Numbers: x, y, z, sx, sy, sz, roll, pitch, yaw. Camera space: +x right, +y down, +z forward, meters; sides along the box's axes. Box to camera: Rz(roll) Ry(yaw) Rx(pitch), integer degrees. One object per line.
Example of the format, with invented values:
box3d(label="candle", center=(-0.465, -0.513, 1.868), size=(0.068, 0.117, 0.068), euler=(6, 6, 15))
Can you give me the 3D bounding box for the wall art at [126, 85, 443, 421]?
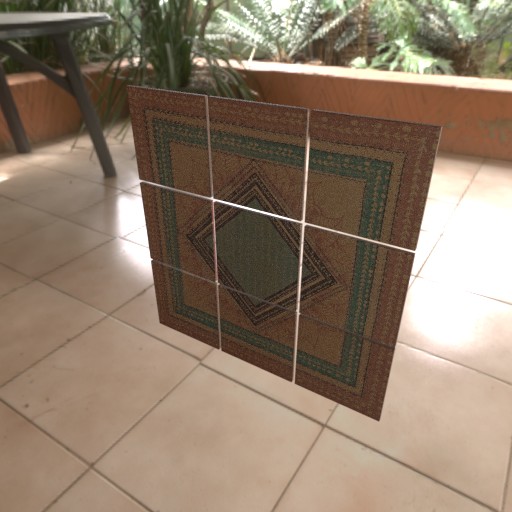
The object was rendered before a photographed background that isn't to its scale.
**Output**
box3d(label="wall art", center=(0.000, 0.000, 1.367), size=(0.915, 0.914, 0.013), euler=(18, 35, 27))
